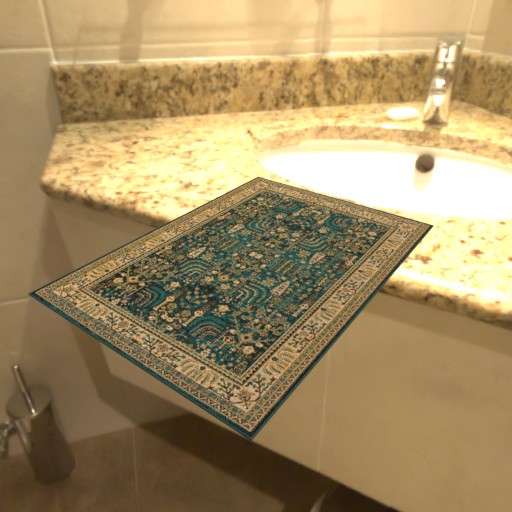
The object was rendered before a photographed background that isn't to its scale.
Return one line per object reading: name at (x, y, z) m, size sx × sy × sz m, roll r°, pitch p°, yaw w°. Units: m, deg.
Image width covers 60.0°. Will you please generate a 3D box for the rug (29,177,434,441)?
rug at (0.000, 0.000, 2.882) m, size 1.594 × 0.013 × 2.213 m, roll 21°, pitch 38°, yaw 30°
